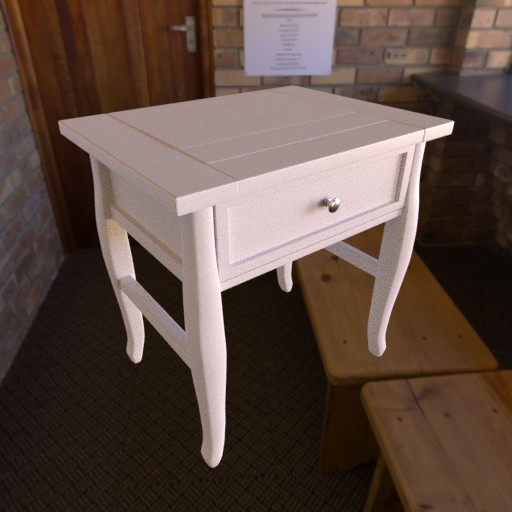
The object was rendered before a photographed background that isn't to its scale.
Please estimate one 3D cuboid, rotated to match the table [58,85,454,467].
[{"bbox_3d":[0.000,0.000,0.999,0.599,0.605,0.463,-22,37,-31],"label":"table"}]
